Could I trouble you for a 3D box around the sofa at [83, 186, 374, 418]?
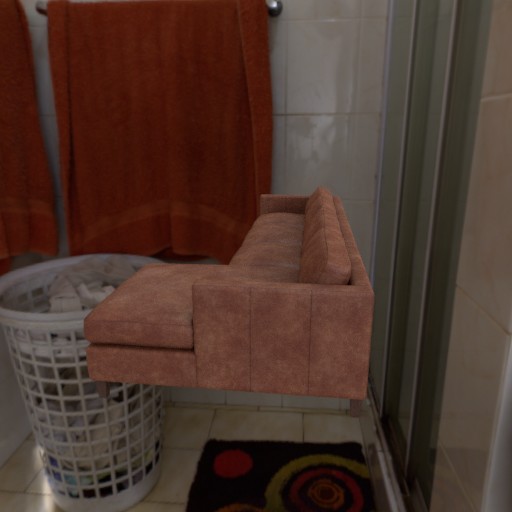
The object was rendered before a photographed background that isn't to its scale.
[{"bbox_3d":[0.000,0.000,3.877,1.581,0.883,3.203,2,16,7],"label":"sofa"}]
